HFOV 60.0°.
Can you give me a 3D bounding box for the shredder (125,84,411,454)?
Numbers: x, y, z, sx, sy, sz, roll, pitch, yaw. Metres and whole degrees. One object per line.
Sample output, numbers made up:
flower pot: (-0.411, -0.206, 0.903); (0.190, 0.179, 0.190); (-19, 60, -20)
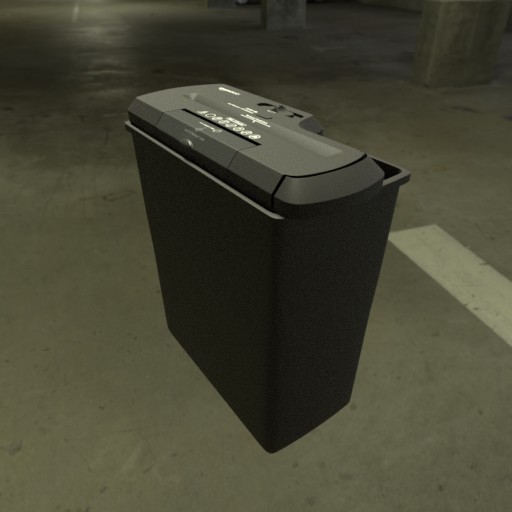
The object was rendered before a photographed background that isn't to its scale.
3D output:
shredder: (0.000, 0.000, 0.519); (0.170, 0.335, 0.320); (-21, 39, -29)
